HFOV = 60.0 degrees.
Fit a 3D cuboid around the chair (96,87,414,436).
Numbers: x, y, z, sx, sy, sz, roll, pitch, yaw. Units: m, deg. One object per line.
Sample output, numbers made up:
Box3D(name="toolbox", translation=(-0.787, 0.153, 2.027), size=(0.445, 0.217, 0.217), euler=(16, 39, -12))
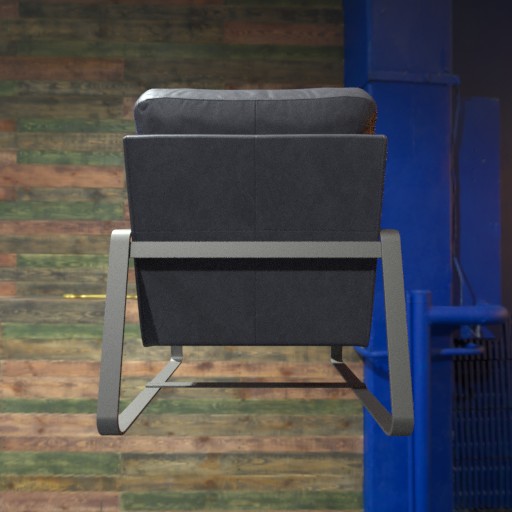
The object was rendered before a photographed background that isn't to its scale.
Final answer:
Box3D(name="chair", translation=(0.000, 0.000, 1.411), size=(0.692, 0.839, 0.878), euler=(0, -2, 0))
